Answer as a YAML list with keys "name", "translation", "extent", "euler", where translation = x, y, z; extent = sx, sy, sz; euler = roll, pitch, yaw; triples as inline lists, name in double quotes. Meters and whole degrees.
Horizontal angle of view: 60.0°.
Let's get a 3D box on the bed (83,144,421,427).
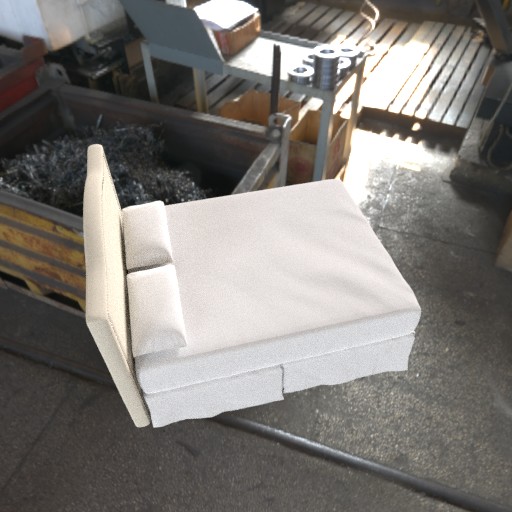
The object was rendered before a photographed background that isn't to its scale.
- name: "bed"
  translation: [0.000, 0.000, 3.429]
  extent: [2.196, 1.449, 1.741]
  euler: [-10, 48, -10]
